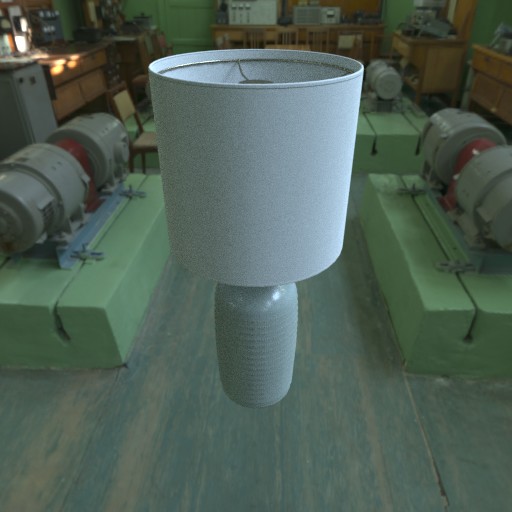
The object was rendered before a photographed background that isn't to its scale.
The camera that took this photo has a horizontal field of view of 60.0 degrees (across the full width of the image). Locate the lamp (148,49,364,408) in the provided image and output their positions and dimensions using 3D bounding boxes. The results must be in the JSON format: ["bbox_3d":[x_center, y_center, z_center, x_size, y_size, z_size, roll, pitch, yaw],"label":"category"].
[{"bbox_3d":[0.000,0.000,0.589,0.220,0.475,0.220,1,32,1],"label":"lamp"}]
